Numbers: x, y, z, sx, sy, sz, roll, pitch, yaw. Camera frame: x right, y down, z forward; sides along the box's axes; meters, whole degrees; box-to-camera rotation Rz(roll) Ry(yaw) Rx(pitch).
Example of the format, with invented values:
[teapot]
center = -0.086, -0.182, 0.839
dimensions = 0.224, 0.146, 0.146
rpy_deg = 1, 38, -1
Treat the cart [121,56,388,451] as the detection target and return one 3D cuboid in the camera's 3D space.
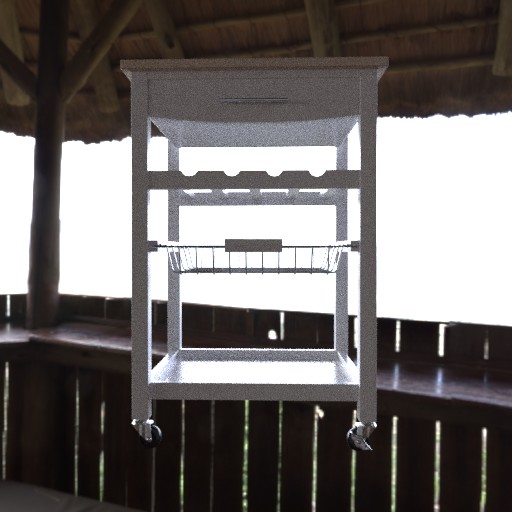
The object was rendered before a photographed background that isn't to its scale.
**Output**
[cart]
center = 0.000, 0.000, 1.160
dimensions = 0.578, 0.857, 0.406
rpy_deg = 0, 1, 2
